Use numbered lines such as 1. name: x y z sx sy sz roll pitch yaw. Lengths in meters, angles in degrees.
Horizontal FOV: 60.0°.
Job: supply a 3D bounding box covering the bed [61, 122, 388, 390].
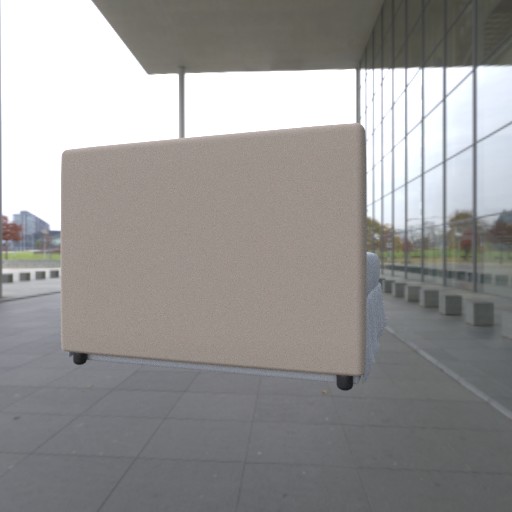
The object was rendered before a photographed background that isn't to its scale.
1. bed: 0.000 0.000 3.416 1.884 1.330 2.142 0 0 19
